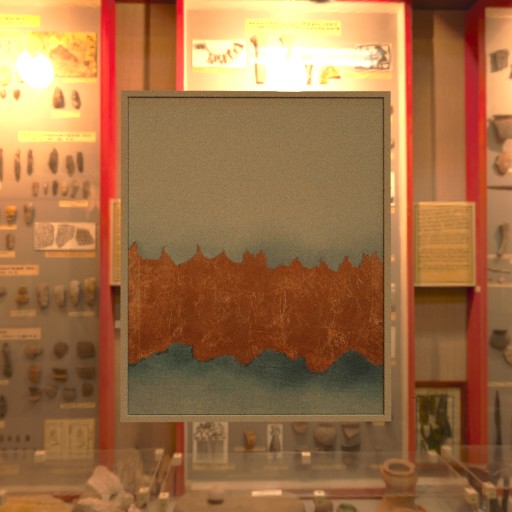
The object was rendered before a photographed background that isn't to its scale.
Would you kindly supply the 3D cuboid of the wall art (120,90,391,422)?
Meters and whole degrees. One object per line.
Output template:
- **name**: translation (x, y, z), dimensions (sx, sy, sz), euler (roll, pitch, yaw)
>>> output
- **wall art**: translation (0.000, 0.000, 0.759), dimensions (0.451, 0.553, 0.039), euler (0, 0, 0)
